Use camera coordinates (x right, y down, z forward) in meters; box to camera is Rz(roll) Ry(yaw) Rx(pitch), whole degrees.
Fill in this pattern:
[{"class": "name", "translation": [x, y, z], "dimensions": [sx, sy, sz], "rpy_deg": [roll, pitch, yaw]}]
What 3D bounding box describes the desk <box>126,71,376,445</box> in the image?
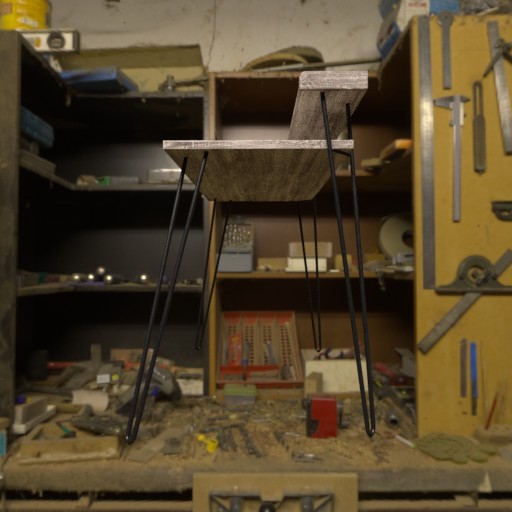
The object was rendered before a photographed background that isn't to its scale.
[{"class": "desk", "translation": [0.000, 0.000, 1.598], "dimensions": [0.605, 0.899, 1.135], "rpy_deg": [0, -1, 1]}]
